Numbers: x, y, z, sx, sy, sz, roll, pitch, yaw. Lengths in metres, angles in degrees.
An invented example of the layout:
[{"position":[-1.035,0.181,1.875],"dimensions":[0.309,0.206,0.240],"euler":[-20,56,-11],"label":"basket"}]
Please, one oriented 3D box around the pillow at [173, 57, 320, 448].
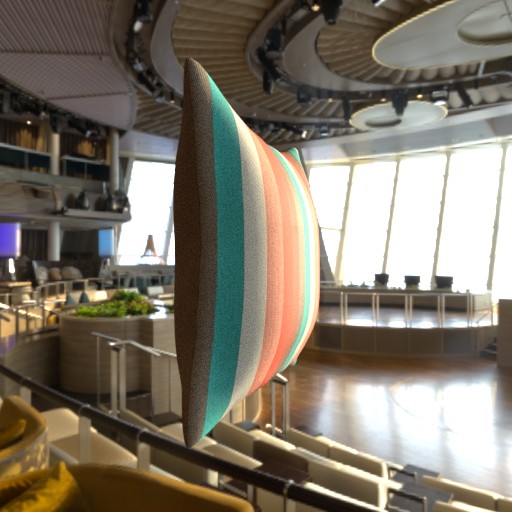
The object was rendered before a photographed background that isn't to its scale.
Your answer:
[{"position":[0.000,0.000,0.702],"dimensions":[0.168,0.443,0.453],"euler":[0,0,20],"label":"pillow"}]
